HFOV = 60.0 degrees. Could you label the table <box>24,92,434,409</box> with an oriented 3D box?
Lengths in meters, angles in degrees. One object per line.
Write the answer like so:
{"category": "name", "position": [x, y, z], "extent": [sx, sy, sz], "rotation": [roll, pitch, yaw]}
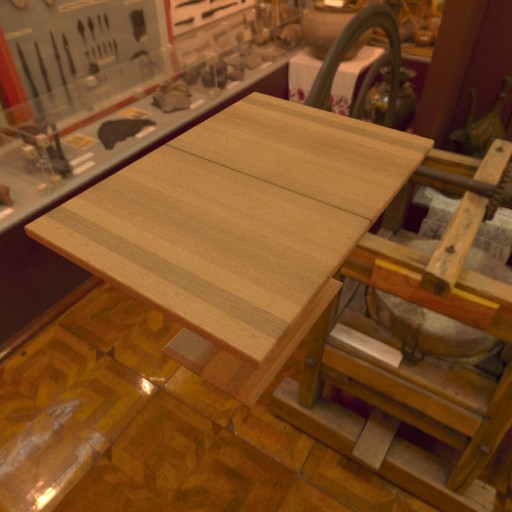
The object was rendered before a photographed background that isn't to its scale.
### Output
{"category": "table", "position": [0.000, 0.000, 1.866], "extent": [0.900, 0.770, 1.300], "rotation": [25, 48, 25]}
